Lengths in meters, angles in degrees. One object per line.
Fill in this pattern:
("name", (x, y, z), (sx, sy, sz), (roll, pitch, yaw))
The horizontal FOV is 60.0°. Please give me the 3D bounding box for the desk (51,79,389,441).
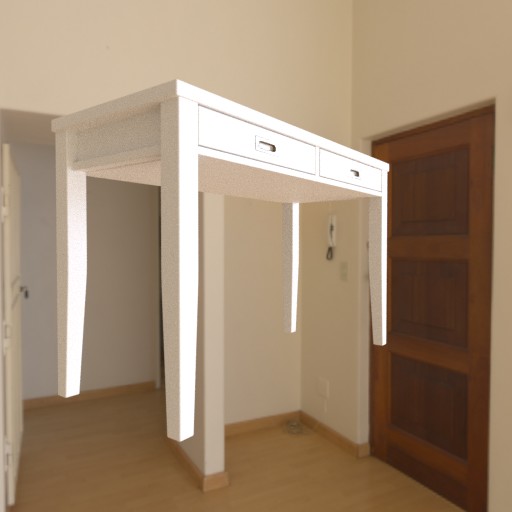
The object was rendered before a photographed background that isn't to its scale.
("desk", (0.000, 0.000, 1.575), (0.508, 0.775, 1.220), (1, 2, 37))
